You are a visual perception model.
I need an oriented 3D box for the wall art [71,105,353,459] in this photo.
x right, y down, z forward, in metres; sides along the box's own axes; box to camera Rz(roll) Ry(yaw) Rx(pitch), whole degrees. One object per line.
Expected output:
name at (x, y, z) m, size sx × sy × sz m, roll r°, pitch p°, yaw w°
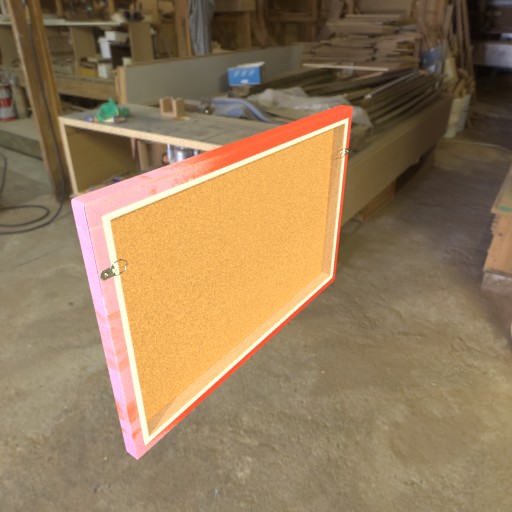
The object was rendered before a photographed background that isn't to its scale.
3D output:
wall art at (0.000, 0.000, 1.147) m, size 0.040 × 0.609 × 0.913 m, roll 20°, pitch 36°, yaw 31°
